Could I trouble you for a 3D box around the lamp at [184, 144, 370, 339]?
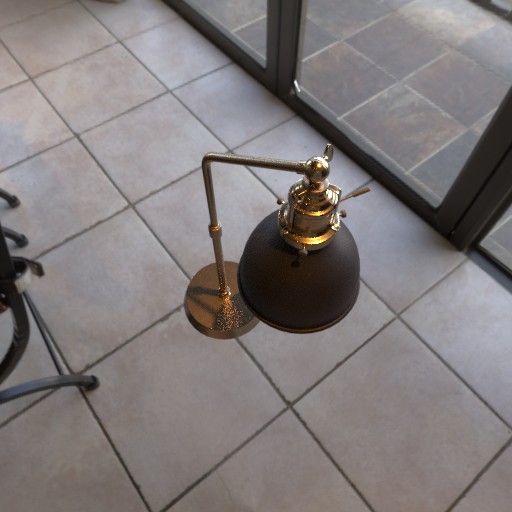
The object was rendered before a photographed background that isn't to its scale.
[{"bbox_3d":[0.000,0.000,0.604,0.291,0.456,0.160,30,64,16],"label":"lamp"}]
